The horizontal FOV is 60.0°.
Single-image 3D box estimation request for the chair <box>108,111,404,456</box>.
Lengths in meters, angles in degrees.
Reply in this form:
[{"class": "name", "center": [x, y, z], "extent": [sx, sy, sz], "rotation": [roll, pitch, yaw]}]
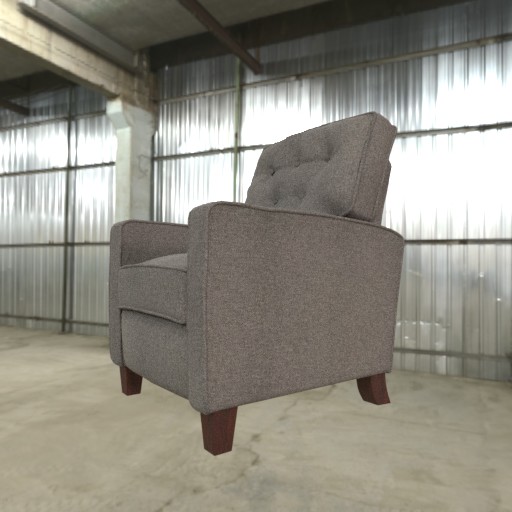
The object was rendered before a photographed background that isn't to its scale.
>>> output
[{"class": "chair", "center": [0.000, 0.000, 1.405], "extent": [0.775, 0.889, 0.650], "rotation": [1, -1, -36]}]
